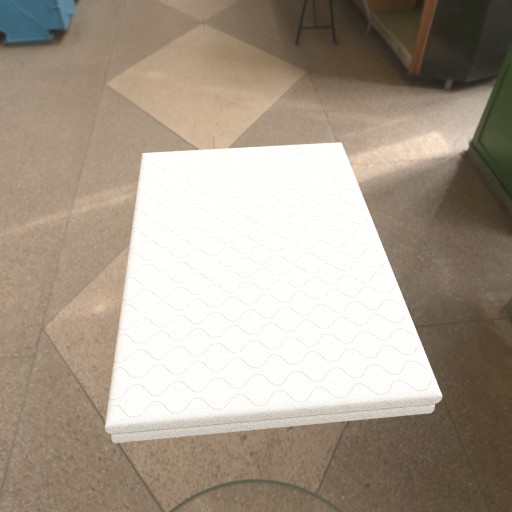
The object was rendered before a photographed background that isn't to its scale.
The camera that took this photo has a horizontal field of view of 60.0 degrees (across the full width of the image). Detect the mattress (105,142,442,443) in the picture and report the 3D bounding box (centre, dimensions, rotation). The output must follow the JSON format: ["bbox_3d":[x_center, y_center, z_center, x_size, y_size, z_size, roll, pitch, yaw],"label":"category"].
[{"bbox_3d":[0.000,0.000,2.509,1.400,0.200,1.900,-4,48,-4],"label":"mattress"}]
